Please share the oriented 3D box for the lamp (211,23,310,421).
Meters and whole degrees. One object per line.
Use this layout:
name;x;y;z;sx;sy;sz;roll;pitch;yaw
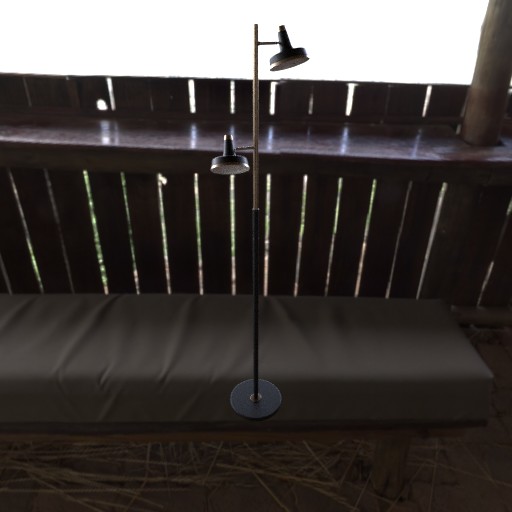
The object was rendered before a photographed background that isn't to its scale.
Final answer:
lamp;0.000;0.000;1.800;0.351;1.674;0.253;-10;31;-16
